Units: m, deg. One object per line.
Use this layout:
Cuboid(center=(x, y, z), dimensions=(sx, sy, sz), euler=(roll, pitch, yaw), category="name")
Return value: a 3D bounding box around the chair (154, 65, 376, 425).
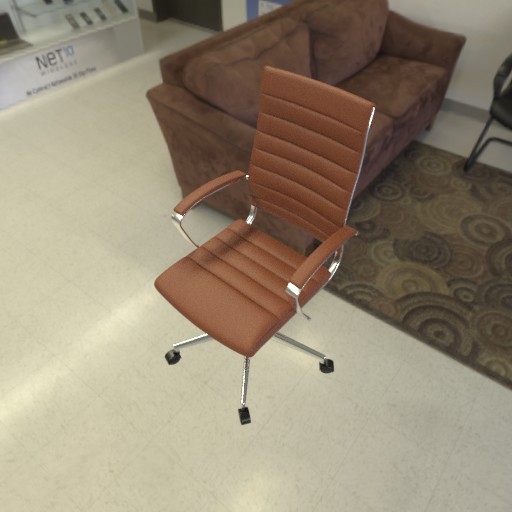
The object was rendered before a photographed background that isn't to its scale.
Cuboid(center=(0.000, 0.000, 1.708), dimensions=(0.766, 1.149, 0.739), euler=(31, 54, 27), category="chair")
